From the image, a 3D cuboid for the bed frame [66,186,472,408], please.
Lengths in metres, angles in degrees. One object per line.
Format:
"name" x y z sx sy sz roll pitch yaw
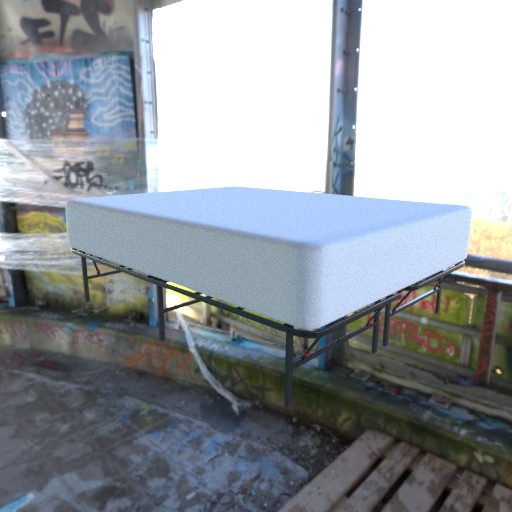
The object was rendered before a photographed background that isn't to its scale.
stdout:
"bed frame" 0.000 0.000 2.778 2.037 0.677 1.528 13 19 43
